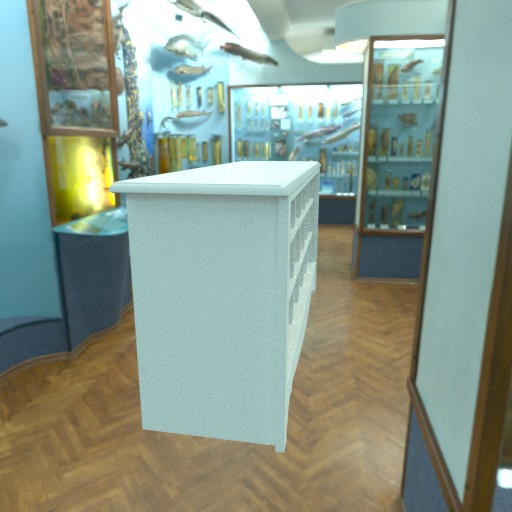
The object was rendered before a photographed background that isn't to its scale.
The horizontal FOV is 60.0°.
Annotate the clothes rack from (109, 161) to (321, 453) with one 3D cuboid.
[{"bbox_3d":[0.000,0.000,1.361,0.324,0.531,1.120,3,14,10],"label":"clothes rack"}]
